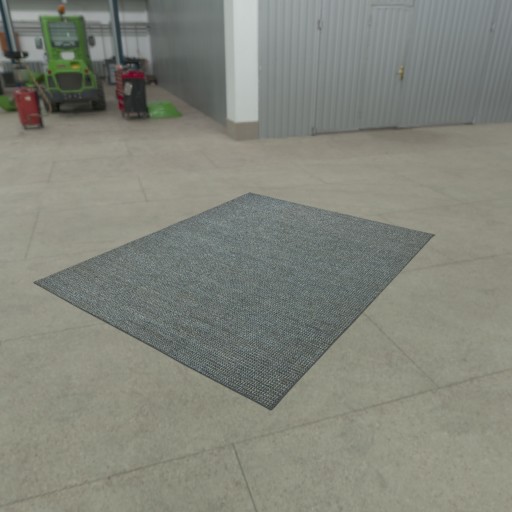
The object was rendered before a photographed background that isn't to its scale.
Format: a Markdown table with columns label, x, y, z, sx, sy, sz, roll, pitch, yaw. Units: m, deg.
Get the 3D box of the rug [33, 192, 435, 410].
| label | x | y | z | sx | sy | sz | roll | pitch | yaw |
| --- | --- | --- | --- | --- | --- | --- | --- | --- | --- |
| rug | 0.000 | 0.000 | 4.210 | 2.456 | 0.021 | 3.068 | 18 | 31 | 32 |
